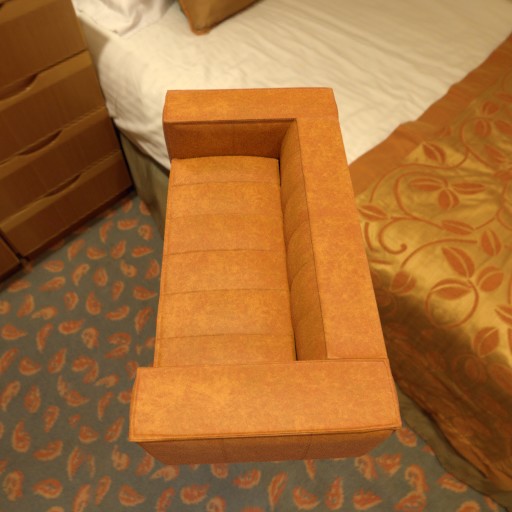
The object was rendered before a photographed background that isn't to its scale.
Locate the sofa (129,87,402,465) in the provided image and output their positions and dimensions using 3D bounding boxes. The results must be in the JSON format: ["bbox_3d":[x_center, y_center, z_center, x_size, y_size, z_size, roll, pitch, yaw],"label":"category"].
[{"bbox_3d":[0.000,0.000,2.497,1.102,0.703,2.088,-2,57,-1],"label":"sofa"}]
